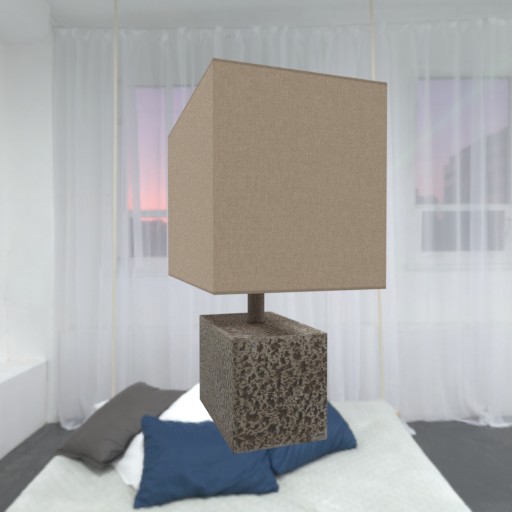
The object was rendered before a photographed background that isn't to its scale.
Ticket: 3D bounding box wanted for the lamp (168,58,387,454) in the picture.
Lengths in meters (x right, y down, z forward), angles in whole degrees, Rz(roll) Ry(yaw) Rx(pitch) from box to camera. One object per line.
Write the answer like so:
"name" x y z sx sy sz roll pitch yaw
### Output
"lamp" 0.000 0.000 0.560 0.180 0.411 0.294 0 1 -19
